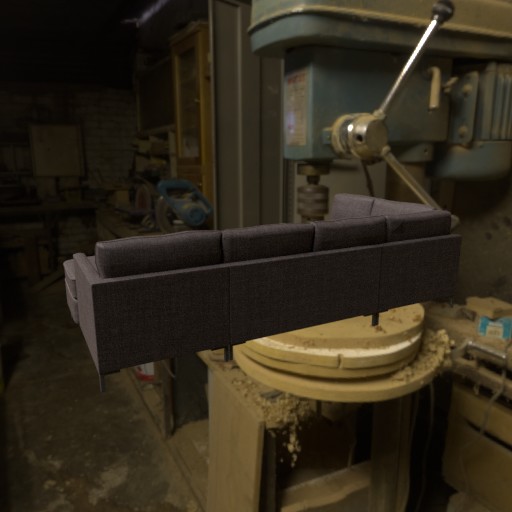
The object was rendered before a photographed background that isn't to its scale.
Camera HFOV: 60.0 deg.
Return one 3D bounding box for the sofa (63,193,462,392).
[{"bbox_3d":[0.000,0.000,4.355,3.423,0.999,2.048,-7,15,-27],"label":"sofa"}]
